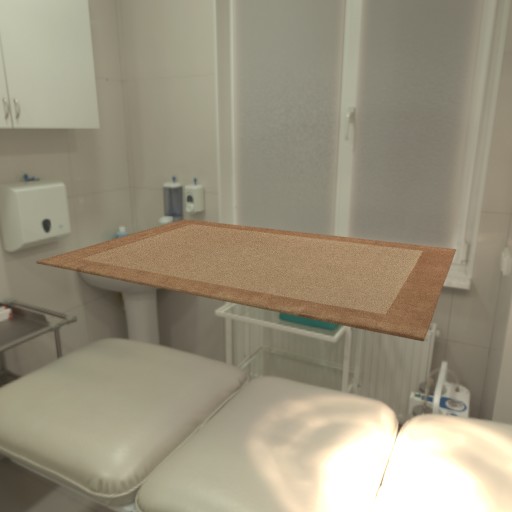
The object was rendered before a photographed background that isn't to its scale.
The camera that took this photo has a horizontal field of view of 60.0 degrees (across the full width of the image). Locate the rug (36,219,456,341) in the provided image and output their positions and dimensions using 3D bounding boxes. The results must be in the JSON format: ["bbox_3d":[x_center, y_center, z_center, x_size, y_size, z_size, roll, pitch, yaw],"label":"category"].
[{"bbox_3d":[0.000,0.000,2.311,1.829,0.014,1.219,8,18,27],"label":"rug"}]
